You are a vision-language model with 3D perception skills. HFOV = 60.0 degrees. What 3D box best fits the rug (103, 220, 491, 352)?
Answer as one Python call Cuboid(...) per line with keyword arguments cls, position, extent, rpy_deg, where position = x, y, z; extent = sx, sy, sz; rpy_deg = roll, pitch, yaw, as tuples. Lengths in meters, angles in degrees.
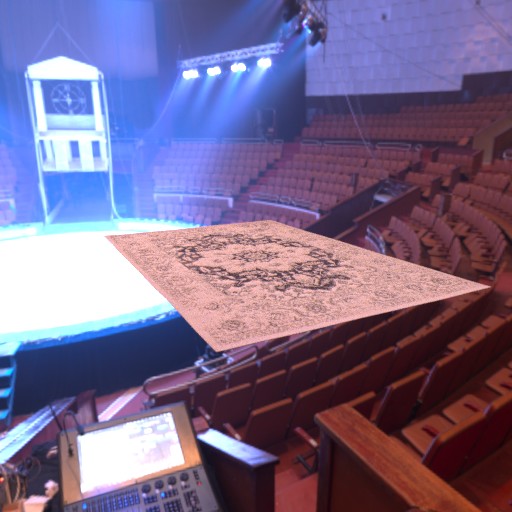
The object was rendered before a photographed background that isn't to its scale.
Cuboid(cls="rug", position=(0.000, 0.000, 2.306), extent=(1.223, 0.008, 1.813), rpy_deg=(-8, 16, -27))
